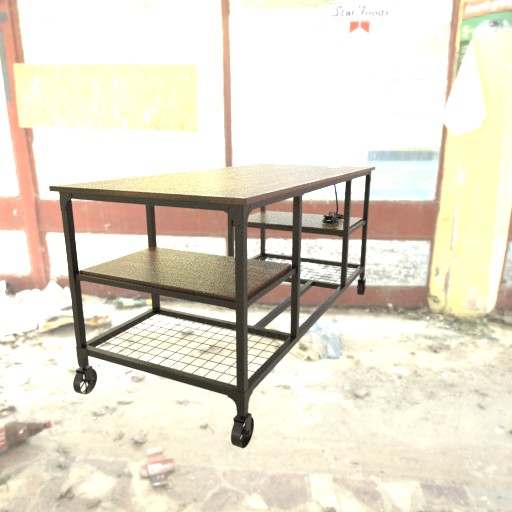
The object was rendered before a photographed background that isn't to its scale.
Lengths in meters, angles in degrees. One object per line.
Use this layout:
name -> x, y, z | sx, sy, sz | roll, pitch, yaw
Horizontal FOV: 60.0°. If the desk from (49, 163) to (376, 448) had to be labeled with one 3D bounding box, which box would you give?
desk -> 0.000, 0.000, 2.035 | 0.711, 0.751, 1.590 | 7, 16, 25
